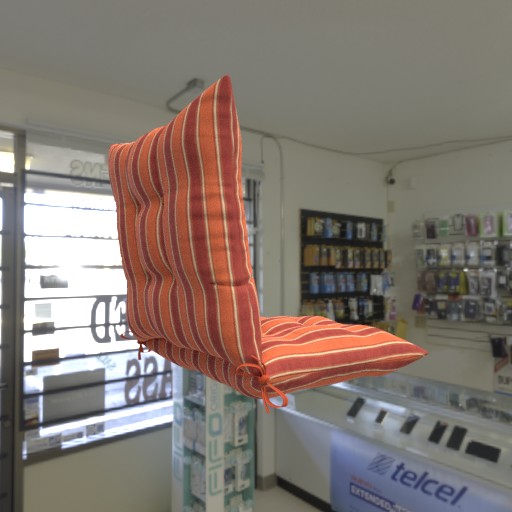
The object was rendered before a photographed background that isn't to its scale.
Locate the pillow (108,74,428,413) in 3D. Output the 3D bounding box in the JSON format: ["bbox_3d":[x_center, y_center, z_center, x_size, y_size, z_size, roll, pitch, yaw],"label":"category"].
[{"bbox_3d":[0.000,0.000,1.007,0.585,0.536,0.541,1,-2,-37],"label":"pillow"}]
